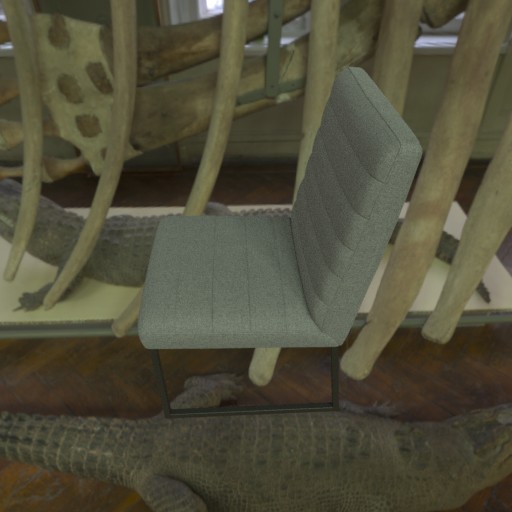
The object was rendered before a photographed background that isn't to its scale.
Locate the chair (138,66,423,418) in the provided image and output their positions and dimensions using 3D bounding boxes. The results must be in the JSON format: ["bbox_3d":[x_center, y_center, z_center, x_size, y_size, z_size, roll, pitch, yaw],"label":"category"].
[{"bbox_3d":[0.000,0.000,1.300,0.634,0.930,0.520,-2,39,-2],"label":"chair"}]
